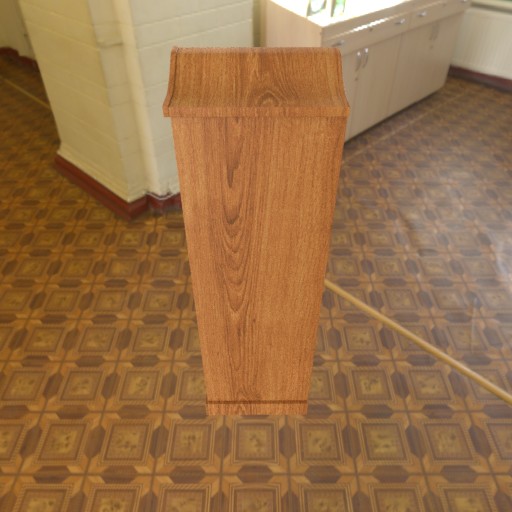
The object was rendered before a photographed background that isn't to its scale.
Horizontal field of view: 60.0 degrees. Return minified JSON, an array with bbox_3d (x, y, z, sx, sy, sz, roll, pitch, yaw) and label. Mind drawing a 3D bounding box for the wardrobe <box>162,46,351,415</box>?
[{"bbox_3d":[0.000,0.000,2.120,0.570,1.870,0.590,0,41,0],"label":"wardrobe"}]
